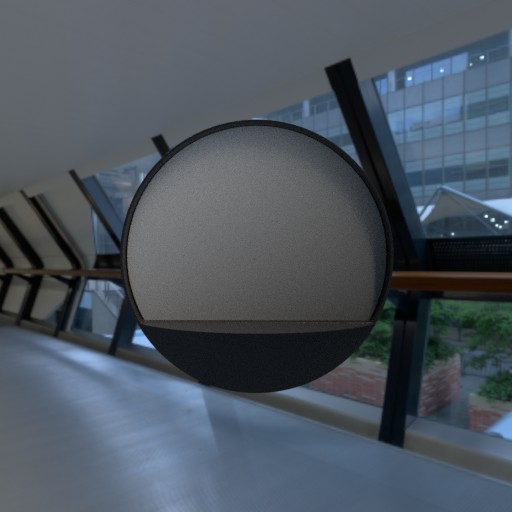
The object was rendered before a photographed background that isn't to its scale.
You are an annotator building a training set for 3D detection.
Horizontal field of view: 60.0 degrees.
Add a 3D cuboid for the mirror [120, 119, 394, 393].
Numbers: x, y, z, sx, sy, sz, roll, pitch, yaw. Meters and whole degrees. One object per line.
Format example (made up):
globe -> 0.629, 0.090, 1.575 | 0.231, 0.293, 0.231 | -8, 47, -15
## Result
mirror -> 0.000, 0.000, 0.703 | 0.457, 0.457, 0.133 | 0, 0, 1
